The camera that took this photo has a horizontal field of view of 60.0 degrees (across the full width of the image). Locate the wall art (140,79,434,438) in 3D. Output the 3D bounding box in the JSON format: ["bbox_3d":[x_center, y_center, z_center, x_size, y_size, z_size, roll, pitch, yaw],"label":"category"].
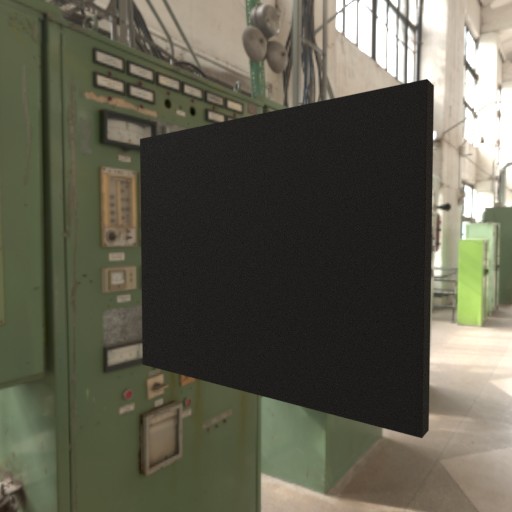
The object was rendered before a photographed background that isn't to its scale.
[{"bbox_3d":[0.000,0.000,0.742,0.558,0.457,0.031,2,3,37],"label":"wall art"}]
